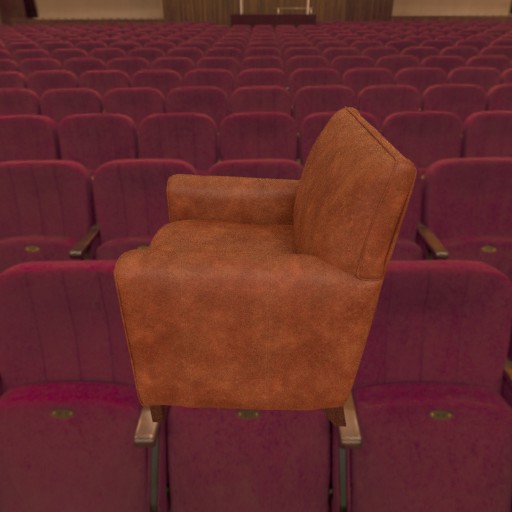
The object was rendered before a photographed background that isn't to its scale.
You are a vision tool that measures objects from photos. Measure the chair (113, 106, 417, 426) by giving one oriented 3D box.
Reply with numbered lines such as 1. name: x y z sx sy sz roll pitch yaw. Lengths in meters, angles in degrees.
1. chair: 0.000 0.000 1.643 0.823 0.943 0.870 0 28 1
